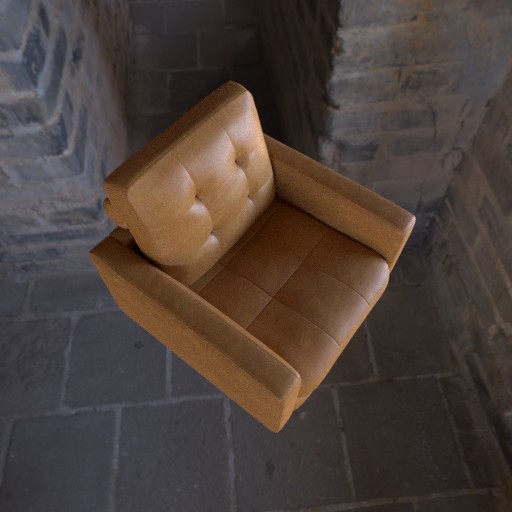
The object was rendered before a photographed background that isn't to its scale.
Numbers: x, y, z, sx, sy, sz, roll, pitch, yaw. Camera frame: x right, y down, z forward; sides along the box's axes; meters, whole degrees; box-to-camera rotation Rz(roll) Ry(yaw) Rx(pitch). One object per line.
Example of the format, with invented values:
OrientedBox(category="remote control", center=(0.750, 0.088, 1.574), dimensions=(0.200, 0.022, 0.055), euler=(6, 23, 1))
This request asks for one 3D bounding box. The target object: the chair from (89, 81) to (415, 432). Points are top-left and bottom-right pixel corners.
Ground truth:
OrientedBox(category="chair", center=(0.000, 0.000, 1.608), dimensions=(0.868, 0.896, 0.831), euler=(33, 63, 19))
